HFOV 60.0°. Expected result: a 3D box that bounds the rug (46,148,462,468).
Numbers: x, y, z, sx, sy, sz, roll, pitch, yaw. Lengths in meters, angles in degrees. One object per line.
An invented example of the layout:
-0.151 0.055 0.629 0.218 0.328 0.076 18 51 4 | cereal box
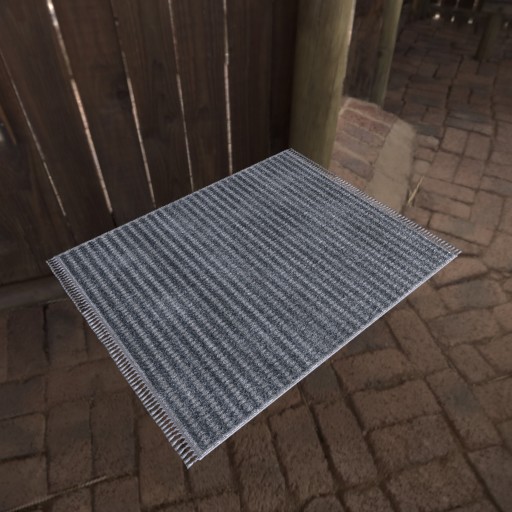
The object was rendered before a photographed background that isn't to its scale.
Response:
0.000 0.000 3.903 2.910 0.013 2.256 -30 52 -27 | rug
